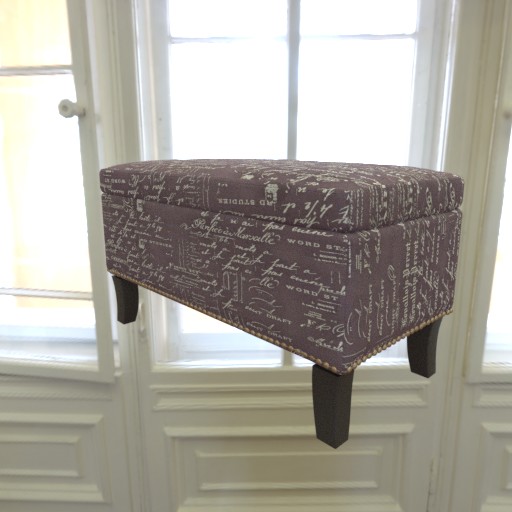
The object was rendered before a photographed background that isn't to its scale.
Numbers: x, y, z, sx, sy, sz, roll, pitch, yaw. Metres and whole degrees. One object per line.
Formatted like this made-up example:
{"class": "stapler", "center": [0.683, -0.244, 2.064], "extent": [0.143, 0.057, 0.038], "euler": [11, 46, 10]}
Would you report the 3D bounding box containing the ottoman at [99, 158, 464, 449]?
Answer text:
{"class": "ottoman", "center": [0.000, 0.000, 1.070], "extent": [0.406, 0.457, 0.813], "euler": [-13, 19, -42]}
